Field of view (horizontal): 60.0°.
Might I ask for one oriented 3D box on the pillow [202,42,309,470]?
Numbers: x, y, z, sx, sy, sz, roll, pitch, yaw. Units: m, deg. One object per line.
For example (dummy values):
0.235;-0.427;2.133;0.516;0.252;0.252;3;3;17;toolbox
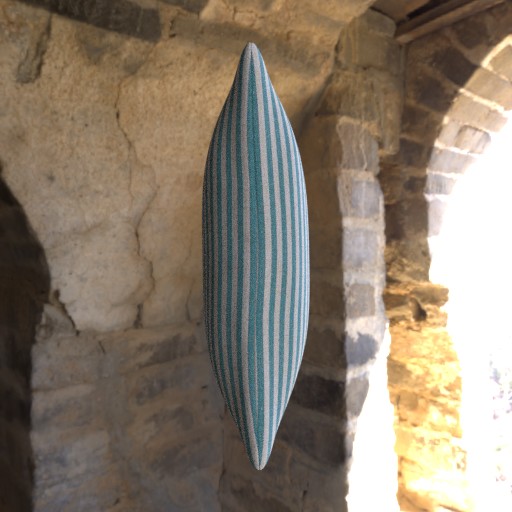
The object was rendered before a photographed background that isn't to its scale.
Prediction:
0.000;0.000;0.775;0.166;0.510;0.523;0;0;0;pillow
